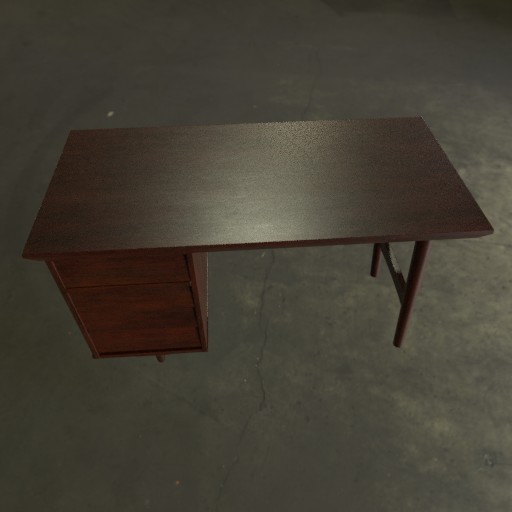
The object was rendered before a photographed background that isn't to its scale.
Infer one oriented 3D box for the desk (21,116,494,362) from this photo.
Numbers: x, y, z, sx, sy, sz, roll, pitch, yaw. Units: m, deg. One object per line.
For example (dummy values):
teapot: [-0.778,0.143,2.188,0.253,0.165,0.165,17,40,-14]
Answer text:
desk: [0.000,0.000,1.676,1.277,0.758,0.612,-3,47,-3]
